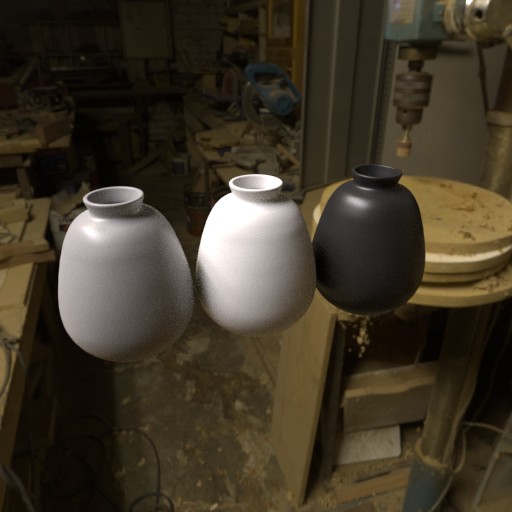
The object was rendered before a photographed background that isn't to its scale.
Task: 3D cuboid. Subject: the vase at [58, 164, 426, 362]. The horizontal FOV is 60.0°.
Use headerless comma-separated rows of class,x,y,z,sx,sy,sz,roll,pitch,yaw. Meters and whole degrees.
vase,0.000,0.000,0.352,0.297,0.122,0.097,-8,28,-15
